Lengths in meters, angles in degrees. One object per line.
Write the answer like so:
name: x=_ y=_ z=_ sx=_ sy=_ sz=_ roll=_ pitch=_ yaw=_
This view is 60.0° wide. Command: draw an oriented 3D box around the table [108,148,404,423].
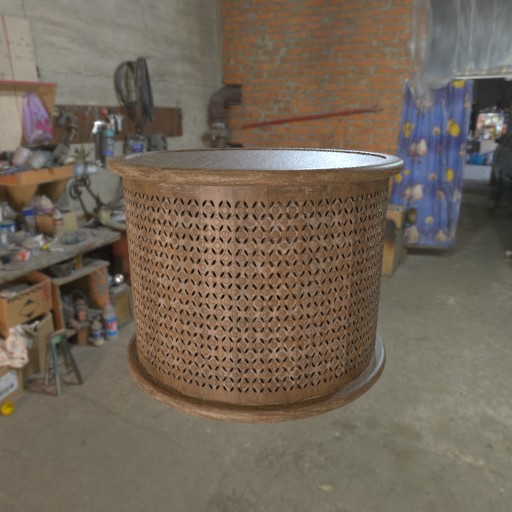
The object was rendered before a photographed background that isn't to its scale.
table: x=0.000 y=0.000 z=1.014 sx=0.607 sy=0.450 sz=0.607 roll=0 pitch=17 yaw=0
